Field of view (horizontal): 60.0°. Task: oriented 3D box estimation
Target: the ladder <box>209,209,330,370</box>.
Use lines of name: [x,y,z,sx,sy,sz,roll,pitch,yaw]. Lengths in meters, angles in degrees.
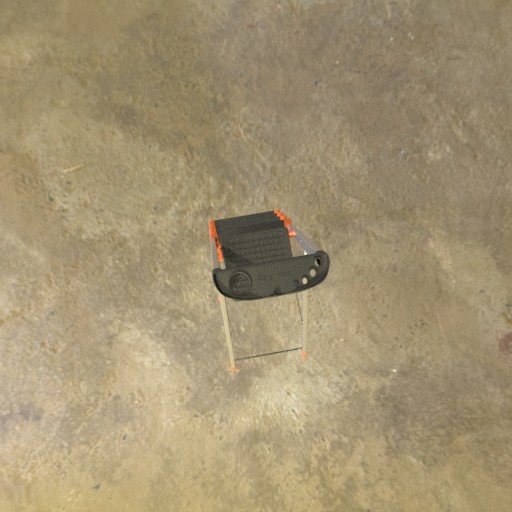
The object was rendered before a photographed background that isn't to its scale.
ladder: [0.000,0.000,2.121,0.480,1.646,0.995,-10,76,-3]
